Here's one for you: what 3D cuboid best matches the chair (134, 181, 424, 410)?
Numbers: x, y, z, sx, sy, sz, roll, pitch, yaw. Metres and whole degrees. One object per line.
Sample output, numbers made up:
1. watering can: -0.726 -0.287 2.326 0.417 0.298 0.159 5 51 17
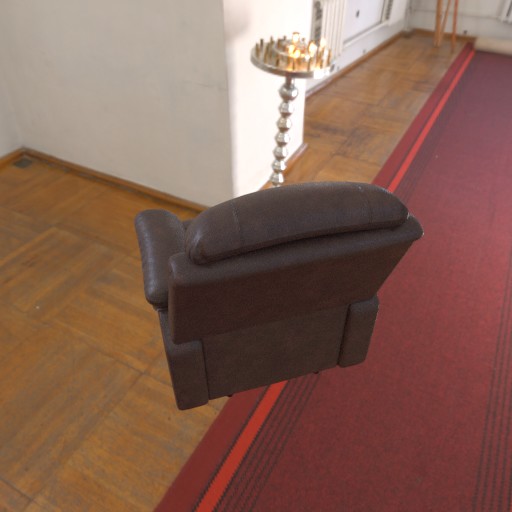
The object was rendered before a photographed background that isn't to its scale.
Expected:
1. chair: 0.000 0.000 1.693 0.855 0.992 0.919 -11 41 -13
